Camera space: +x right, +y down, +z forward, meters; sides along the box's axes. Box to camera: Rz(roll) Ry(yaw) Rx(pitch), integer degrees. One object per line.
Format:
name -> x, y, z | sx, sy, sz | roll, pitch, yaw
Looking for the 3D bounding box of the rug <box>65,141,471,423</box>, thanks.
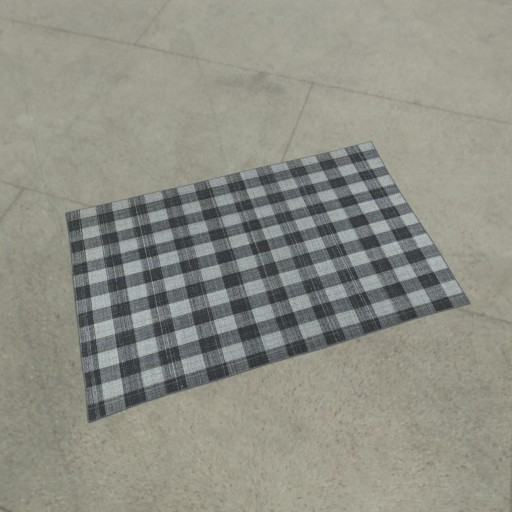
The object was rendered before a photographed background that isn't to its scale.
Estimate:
rug -> 0.000, 0.000, 3.082 | 2.476, 0.011, 1.554 | -15, 60, -9
